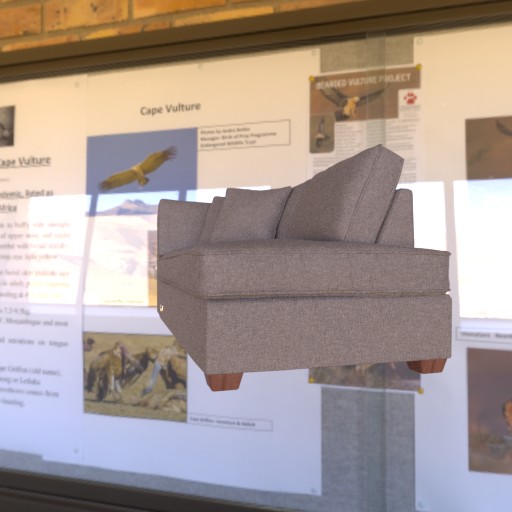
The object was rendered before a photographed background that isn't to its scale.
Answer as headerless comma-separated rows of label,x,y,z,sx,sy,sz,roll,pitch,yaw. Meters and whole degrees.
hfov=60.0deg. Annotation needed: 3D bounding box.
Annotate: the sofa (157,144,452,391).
sofa,0.000,0.000,2.773,1.110,1.033,2.237,0,-1,-17
